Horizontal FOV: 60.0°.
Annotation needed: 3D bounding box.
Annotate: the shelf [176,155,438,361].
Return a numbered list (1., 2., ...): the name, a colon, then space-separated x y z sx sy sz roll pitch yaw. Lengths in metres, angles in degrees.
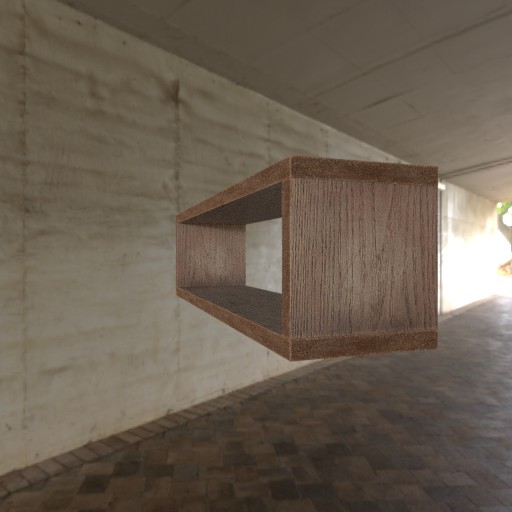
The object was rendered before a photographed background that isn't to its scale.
1. shelf: 0.000 0.000 0.677 0.150 0.170 0.610 0 0 -19
